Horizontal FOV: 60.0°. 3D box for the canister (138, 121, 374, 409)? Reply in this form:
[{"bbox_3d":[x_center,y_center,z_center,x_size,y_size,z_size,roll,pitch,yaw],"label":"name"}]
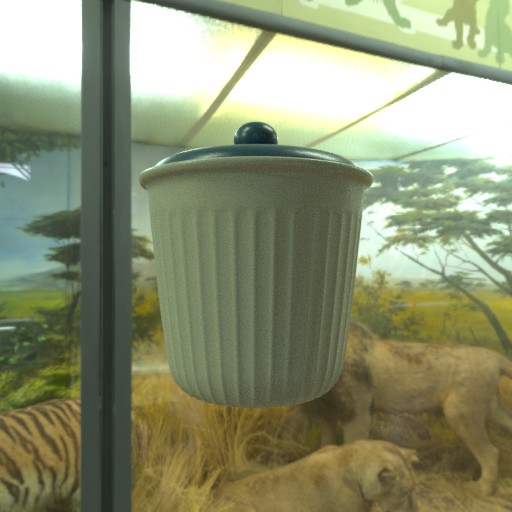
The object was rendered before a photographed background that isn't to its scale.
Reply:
[{"bbox_3d":[0.000,0.000,0.352,0.181,0.211,0.181,0,0,0],"label":"canister"}]
